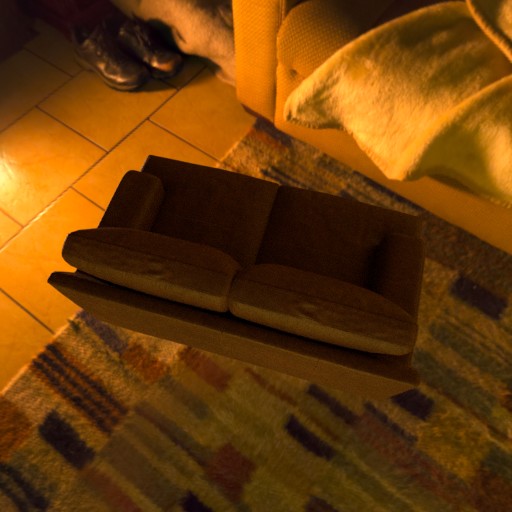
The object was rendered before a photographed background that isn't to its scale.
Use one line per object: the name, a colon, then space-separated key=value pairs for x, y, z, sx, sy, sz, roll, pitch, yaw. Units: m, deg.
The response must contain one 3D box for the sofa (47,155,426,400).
sofa: x=0.000 y=0.000 z=2.531 sx=1.880 sy=0.939 sz=1.143 roll=14 pitch=63 yaw=7
